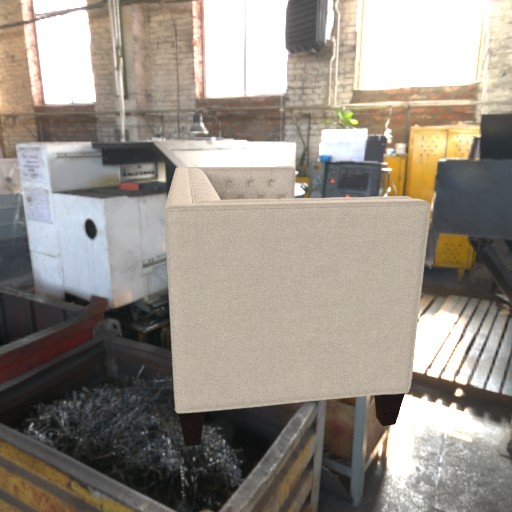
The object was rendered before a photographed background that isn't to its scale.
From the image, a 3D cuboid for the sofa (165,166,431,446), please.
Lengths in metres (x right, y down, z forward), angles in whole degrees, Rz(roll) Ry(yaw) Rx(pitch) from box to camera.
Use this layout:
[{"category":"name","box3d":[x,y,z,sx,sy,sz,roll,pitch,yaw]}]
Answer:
[{"category":"sofa","box3d":[0.000,0.000,2.175,0.775,0.762,1.778,-2,15,-9]}]
